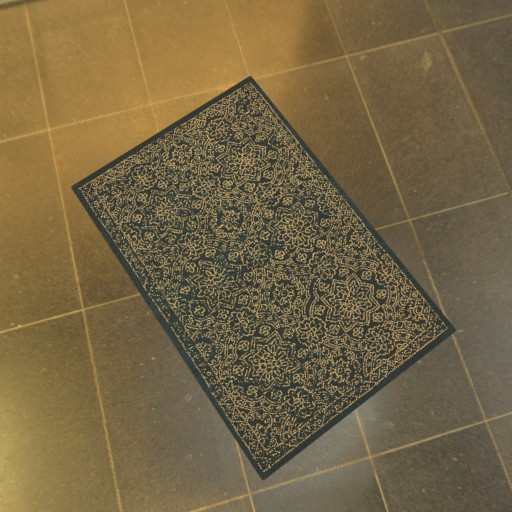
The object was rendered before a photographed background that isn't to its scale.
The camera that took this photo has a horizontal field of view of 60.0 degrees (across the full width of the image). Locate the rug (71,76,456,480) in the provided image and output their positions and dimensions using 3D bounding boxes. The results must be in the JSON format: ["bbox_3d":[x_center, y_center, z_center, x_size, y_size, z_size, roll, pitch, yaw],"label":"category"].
[{"bbox_3d":[0.000,0.000,2.358,1.219,0.010,1.829,-35,79,-8],"label":"rug"}]
